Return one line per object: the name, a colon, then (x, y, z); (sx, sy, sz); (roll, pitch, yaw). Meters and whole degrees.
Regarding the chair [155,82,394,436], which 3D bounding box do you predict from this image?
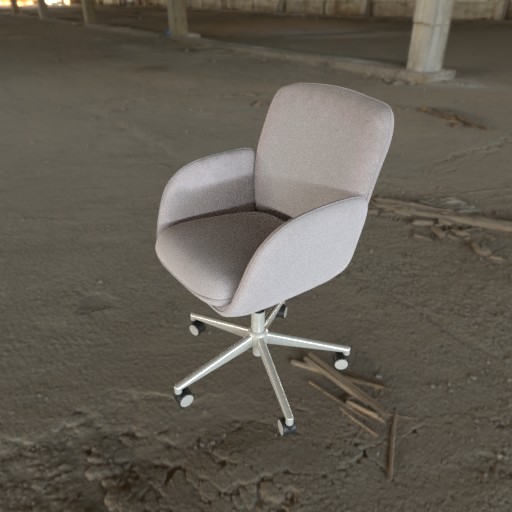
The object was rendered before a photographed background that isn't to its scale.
chair: (0.000, 0.000, 1.413); (0.654, 0.959, 0.648); (-20, 36, -30)
